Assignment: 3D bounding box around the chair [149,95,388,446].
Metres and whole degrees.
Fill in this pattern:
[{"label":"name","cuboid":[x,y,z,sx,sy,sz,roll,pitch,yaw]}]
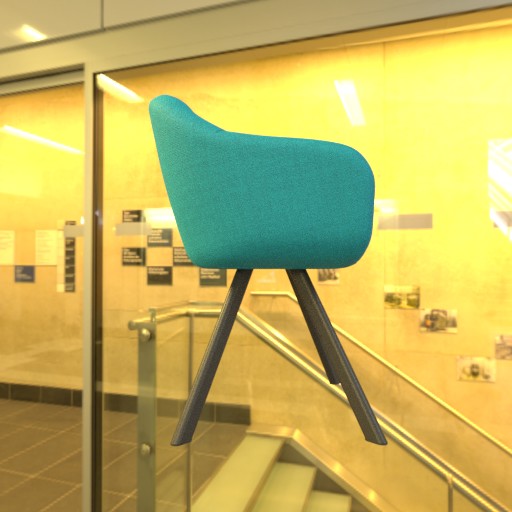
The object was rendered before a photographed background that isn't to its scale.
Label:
[{"label":"chair","cuboid":[0.000,0.000,1.171,0.550,0.795,0.590,0,-1,-1]}]
